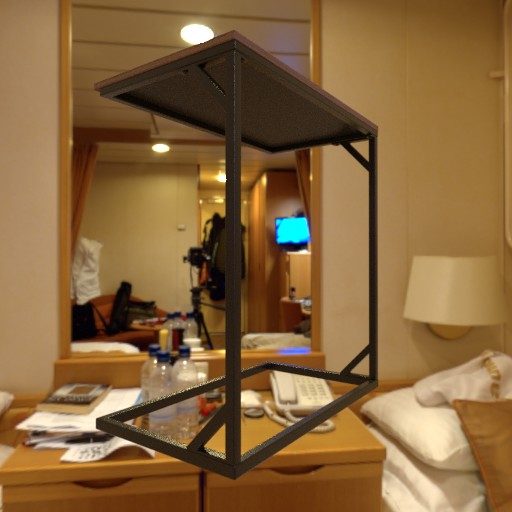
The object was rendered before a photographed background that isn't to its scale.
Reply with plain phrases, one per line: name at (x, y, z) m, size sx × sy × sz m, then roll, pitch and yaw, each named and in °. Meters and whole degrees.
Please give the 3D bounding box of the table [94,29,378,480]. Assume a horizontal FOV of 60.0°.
table at (0.000, 0.000, 1.004) m, size 0.351 × 0.673 × 0.597 m, roll 0°, pitch 0°, yaw 36°
